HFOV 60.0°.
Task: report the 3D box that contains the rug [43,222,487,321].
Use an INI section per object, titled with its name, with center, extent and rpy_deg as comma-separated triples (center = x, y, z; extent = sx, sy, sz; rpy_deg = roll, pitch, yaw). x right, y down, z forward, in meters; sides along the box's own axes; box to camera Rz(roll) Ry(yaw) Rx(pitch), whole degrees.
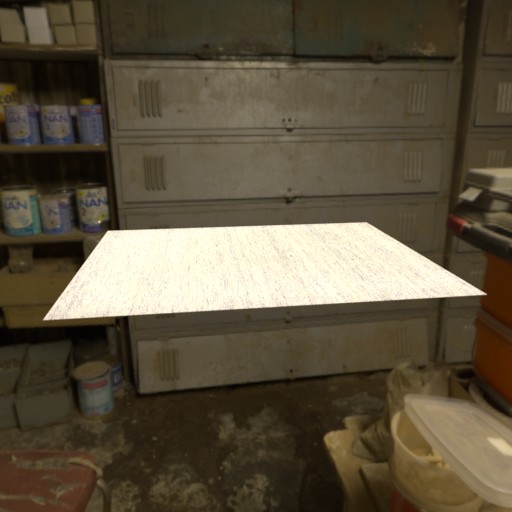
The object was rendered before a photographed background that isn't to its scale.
[rug]
center = 0.000, 0.000, 4.303
extent = 3.197, 0.006, 2.438
rpy_deg = -2, 18, -8
